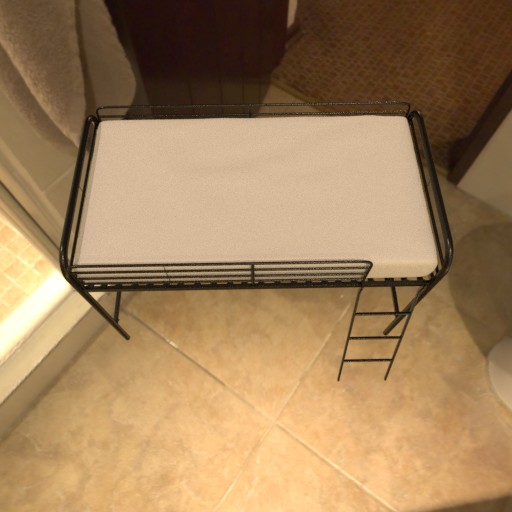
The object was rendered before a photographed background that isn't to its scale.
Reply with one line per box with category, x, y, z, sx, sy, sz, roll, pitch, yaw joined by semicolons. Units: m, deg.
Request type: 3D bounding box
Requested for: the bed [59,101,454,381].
bed;0.000;0.000;2.882;1.968;1.289;1.393;-1;64;0
